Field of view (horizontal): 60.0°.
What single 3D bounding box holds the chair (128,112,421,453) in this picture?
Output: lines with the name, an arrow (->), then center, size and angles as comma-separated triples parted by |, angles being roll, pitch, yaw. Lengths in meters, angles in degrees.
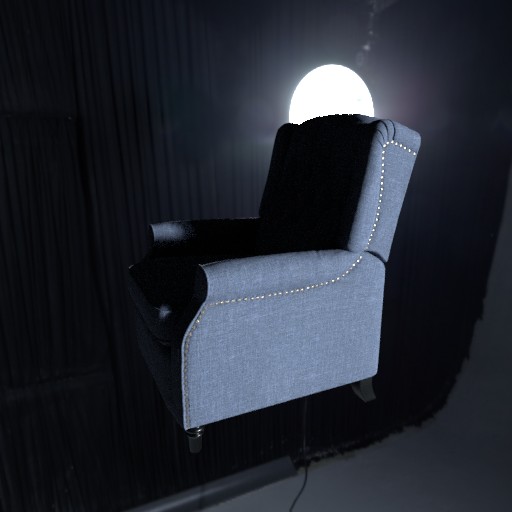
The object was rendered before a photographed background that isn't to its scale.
chair -> 0.000, 0.000, 1.669 | 0.898, 1.035, 0.742 | -7, 17, -24
